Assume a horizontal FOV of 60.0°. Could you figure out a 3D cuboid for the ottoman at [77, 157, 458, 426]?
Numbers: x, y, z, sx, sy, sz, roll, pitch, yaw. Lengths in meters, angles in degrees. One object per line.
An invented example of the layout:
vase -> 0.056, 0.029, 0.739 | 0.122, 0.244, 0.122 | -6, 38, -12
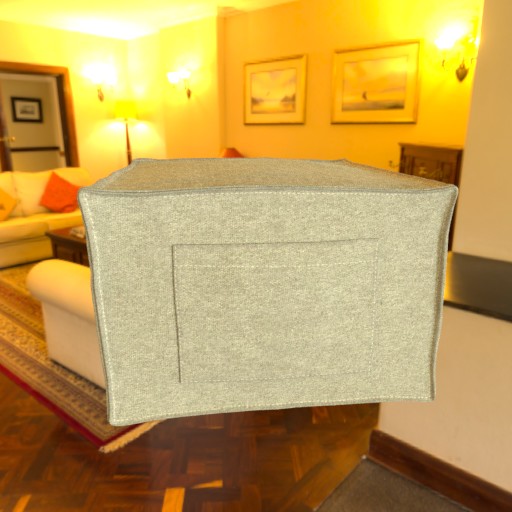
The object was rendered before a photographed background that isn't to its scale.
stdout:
ottoman -> 0.000, 0.000, 1.132 | 0.707, 0.470, 0.696 | -2, 16, -7
